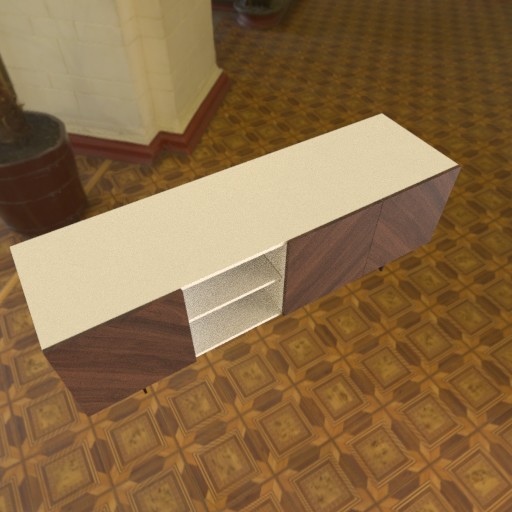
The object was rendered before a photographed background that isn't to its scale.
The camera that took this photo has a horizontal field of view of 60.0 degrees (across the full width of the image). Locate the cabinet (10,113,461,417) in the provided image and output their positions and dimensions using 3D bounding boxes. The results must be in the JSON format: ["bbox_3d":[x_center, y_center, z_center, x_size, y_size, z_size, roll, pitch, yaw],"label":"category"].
[{"bbox_3d":[0.000,0.000,1.688,1.499,0.533,0.431,-24,52,-20],"label":"cabinet"}]
